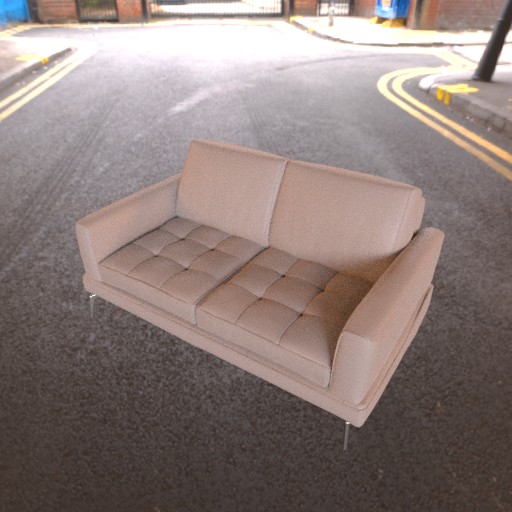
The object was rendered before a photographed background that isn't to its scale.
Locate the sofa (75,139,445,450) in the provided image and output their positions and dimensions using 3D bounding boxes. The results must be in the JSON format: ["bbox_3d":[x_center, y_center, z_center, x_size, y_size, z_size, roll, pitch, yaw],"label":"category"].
[{"bbox_3d":[0.000,0.000,2.507,1.819,0.930,1.121,19,37,28],"label":"sofa"}]
